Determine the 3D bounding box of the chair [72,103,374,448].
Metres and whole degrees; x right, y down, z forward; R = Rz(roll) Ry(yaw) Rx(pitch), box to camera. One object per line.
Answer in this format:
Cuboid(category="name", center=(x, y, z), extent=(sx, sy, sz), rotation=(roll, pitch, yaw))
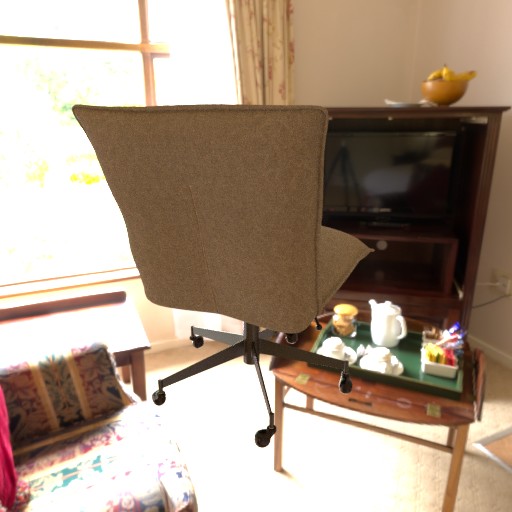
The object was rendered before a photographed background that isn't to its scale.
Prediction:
Cuboid(category="chair", center=(0.000, 0.000, 1.267), extent=(0.597, 0.811, 0.696), rotation=(8, 19, 25))
